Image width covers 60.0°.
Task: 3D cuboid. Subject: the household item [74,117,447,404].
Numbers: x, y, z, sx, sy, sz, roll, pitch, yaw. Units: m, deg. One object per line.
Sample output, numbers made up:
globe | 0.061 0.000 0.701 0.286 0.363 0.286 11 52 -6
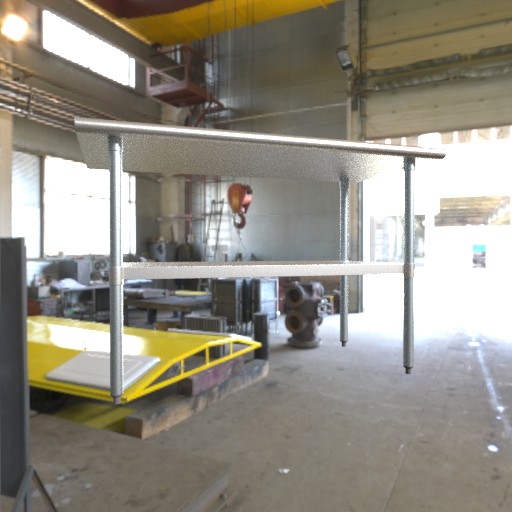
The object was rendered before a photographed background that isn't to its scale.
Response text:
household item | 0.000 0.000 1.671 1.219 0.851 0.610 0 1 -18
